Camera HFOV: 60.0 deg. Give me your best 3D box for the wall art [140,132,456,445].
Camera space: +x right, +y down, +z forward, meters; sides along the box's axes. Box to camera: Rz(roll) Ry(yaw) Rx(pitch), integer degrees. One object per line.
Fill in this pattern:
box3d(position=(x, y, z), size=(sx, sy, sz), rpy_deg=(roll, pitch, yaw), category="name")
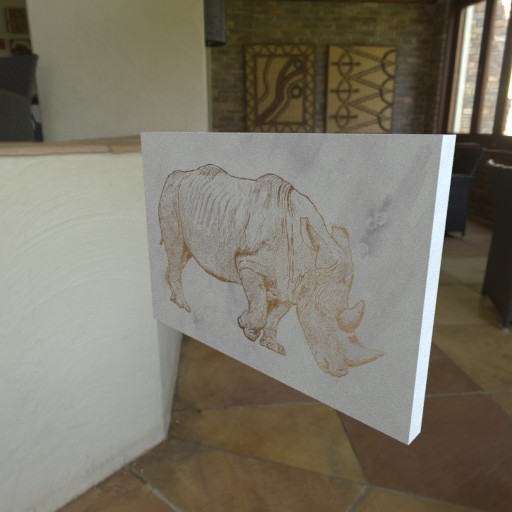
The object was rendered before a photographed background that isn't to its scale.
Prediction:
box3d(position=(0.000, 0.000, 0.762), size=(0.609, 0.407, 0.038), rpy_deg=(15, 22, 42), category="wall art")
